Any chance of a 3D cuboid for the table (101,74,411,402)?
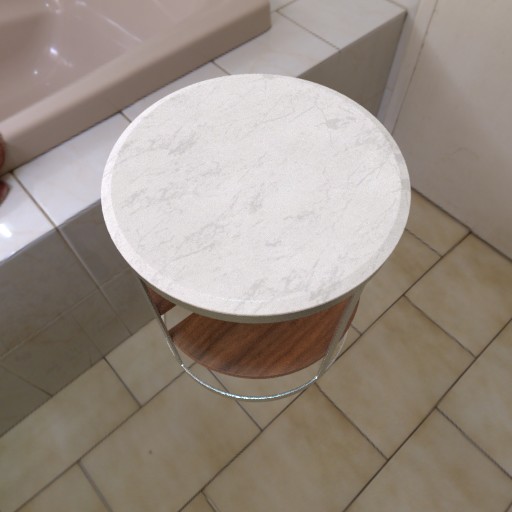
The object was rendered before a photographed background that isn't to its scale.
[{"bbox_3d":[0.000,0.000,0.778,0.407,0.447,0.407,0,59,0],"label":"table"}]
